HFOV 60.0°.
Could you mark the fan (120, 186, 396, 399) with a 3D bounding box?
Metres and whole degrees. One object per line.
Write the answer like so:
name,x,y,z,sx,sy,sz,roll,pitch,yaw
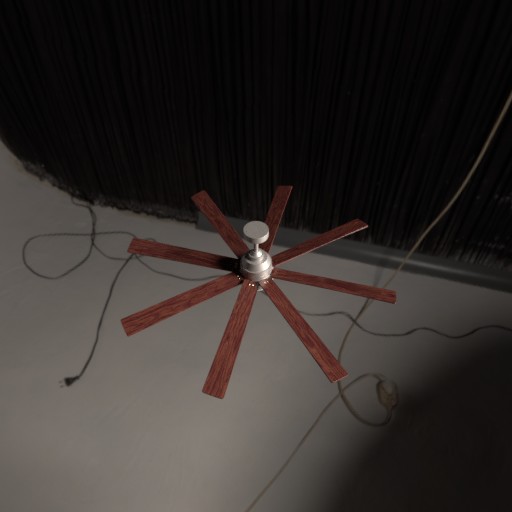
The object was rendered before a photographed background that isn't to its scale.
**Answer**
fan,0.000,0.000,2.857,1.830,0.472,1.830,11,48,10
